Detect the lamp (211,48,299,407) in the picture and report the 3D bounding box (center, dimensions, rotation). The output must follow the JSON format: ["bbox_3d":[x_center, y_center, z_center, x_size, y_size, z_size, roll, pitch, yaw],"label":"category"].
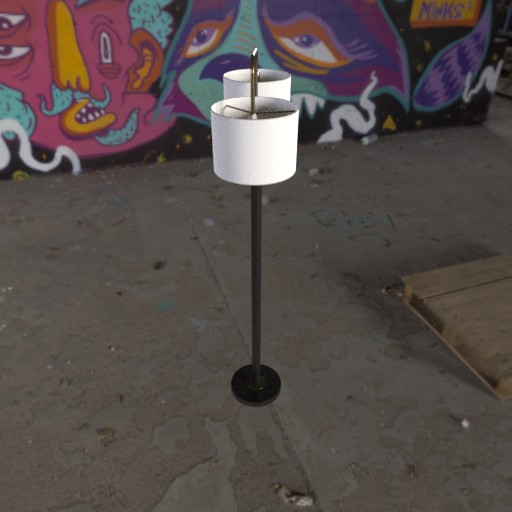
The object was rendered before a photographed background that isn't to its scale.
[{"bbox_3d":[0.000,0.000,1.829,0.254,1.587,0.711,1,33,1],"label":"lamp"}]
